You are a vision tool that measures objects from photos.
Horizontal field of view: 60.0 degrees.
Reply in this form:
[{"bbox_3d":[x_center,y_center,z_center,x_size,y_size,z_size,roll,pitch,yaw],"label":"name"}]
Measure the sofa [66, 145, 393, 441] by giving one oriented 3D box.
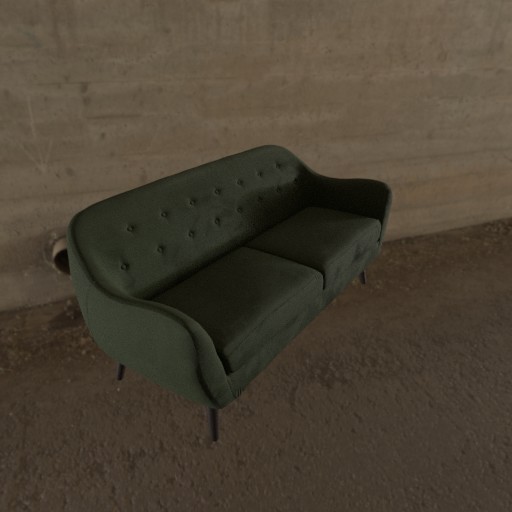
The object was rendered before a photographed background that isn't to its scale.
[{"bbox_3d":[0.000,0.000,2.335,0.820,0.836,1.840,18,32,31],"label":"sofa"}]
